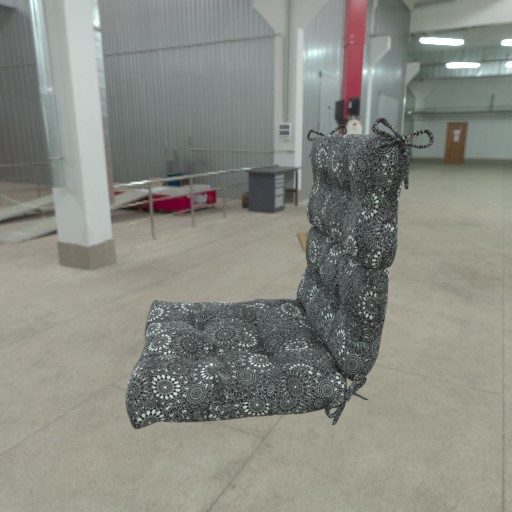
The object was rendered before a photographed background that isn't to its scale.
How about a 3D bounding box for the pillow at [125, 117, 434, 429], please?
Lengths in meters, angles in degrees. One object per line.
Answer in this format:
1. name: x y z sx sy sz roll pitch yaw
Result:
1. pillow: 0.000 0.000 1.036 0.571 0.605 0.519 -2 15 -7
